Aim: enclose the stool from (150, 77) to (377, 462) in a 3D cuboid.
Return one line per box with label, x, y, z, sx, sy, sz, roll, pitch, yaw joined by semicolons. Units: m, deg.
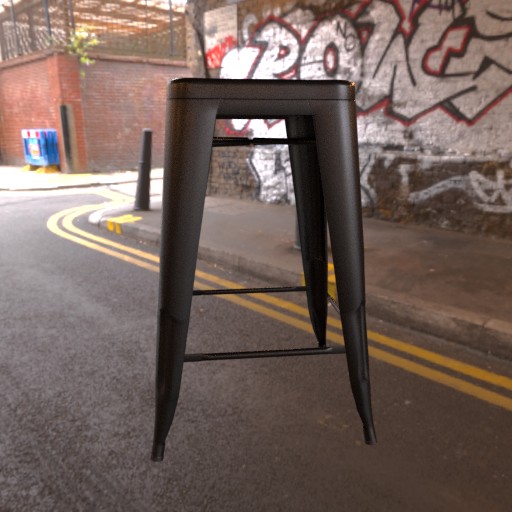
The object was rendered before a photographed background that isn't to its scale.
stool;0.000;0.000;0.849;0.399;0.609;0.359;-2;16;-7
